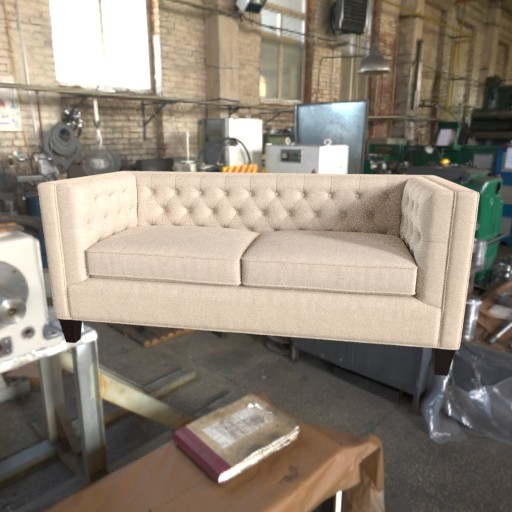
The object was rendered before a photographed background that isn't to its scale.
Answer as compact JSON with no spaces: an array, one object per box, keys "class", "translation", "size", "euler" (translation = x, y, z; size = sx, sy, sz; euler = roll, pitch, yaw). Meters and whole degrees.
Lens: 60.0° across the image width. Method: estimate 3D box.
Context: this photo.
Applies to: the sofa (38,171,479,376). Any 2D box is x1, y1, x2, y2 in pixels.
[{"class":"sofa","translation":[0.000,0.000,2.203],"size":[1.778,0.762,0.775],"euler":[3,15,10]}]
